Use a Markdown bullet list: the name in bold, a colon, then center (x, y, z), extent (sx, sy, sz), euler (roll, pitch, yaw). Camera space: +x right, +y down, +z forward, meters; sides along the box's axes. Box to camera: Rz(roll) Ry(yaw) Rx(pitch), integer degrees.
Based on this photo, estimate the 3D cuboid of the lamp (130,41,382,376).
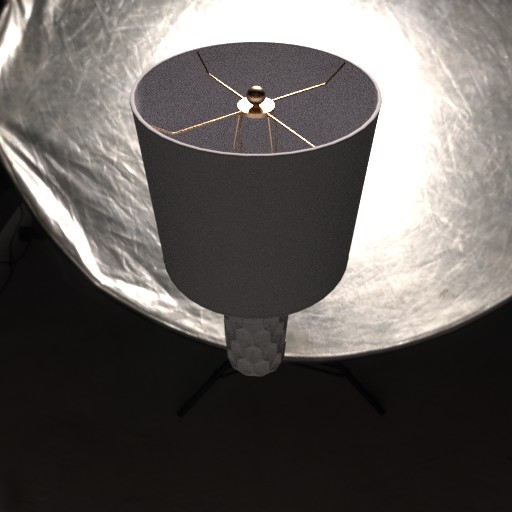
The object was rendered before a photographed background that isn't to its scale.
- **lamp**: center (0.000, 0.000, 0.685), extent (0.277, 0.537, 0.277), euler (3, 46, 3)
